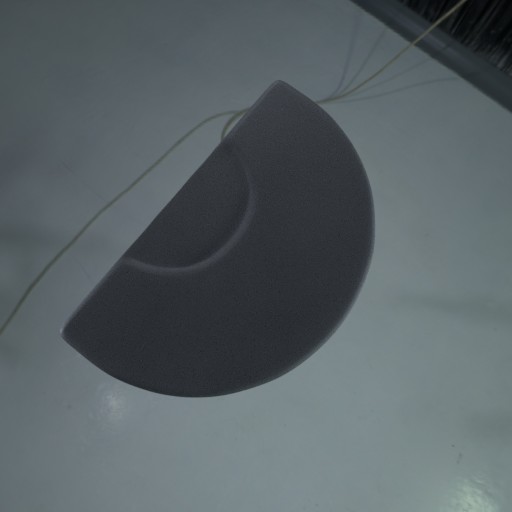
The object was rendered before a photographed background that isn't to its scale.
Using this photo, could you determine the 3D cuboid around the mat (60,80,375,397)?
[{"bbox_3d":[0.000,0.000,1.901,0.917,0.016,1.525,37,79,8],"label":"mat"}]
